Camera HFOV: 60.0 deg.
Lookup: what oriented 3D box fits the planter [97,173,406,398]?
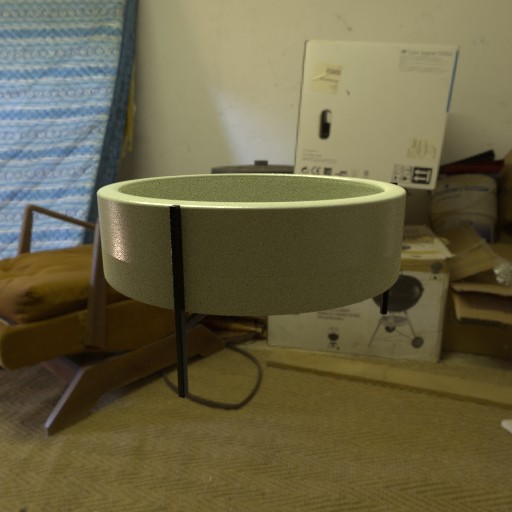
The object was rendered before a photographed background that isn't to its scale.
[{"bbox_3d":[0.000,0.000,0.528,0.345,0.171,0.336,-3,15,-9],"label":"planter"}]
